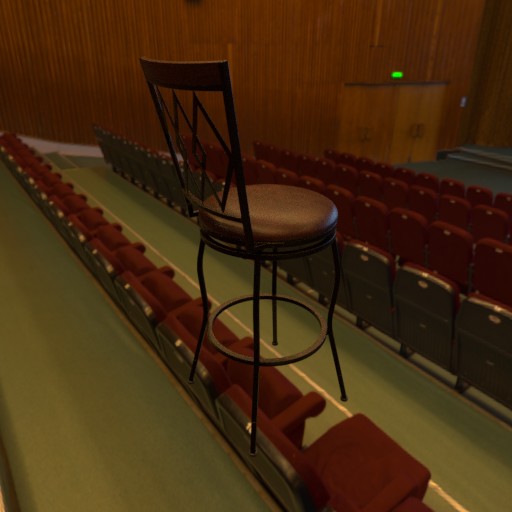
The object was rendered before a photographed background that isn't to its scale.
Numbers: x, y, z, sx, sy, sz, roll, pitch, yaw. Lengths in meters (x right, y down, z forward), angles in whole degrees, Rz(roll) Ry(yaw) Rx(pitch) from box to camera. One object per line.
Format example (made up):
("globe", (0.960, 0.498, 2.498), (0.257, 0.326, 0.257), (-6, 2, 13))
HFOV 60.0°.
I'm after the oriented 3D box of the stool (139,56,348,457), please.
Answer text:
("stool", (0.000, 0.000, 1.380), (0.521, 1.134, 0.432), (-17, 31, -32))
